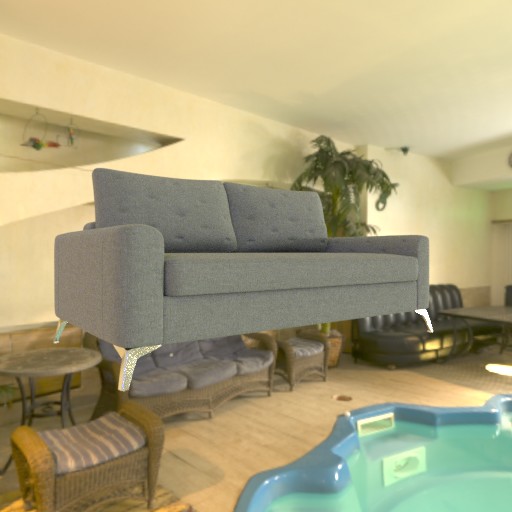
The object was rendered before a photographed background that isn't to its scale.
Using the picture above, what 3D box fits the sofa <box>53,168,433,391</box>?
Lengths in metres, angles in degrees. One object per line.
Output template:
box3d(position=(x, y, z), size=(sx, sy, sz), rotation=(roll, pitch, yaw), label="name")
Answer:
box3d(position=(0.000, 0.000, 2.139), size=(1.650, 0.790, 0.920), rotation=(0, 1, -37), label="sofa")
